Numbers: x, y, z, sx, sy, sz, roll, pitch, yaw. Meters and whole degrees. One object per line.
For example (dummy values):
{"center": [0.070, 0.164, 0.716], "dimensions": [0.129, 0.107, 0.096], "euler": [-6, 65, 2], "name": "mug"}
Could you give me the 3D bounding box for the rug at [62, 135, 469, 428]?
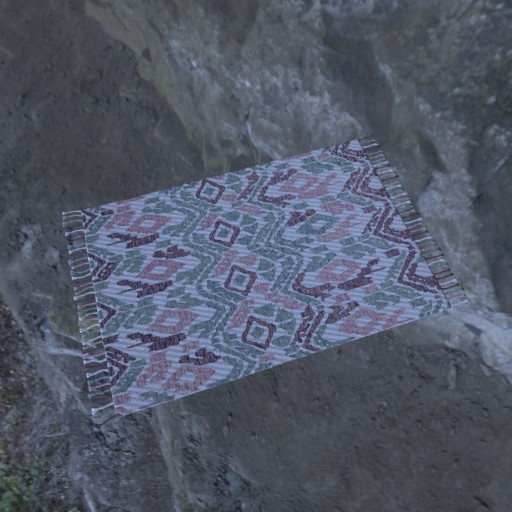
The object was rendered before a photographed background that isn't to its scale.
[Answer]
{"center": [0.000, 0.000, 3.009], "dimensions": [2.438, 0.011, 1.524], "euler": [-16, 64, -8], "name": "rug"}
